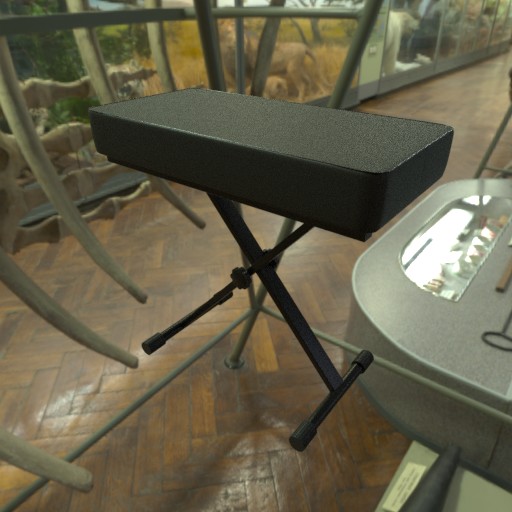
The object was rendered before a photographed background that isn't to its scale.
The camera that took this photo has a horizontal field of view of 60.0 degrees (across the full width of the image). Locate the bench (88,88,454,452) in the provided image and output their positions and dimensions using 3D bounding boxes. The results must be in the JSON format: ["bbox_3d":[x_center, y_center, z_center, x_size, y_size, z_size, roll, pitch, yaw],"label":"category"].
[{"bbox_3d":[0.000,0.000,0.913,0.600,0.561,0.300,21,36,32],"label":"bench"}]
